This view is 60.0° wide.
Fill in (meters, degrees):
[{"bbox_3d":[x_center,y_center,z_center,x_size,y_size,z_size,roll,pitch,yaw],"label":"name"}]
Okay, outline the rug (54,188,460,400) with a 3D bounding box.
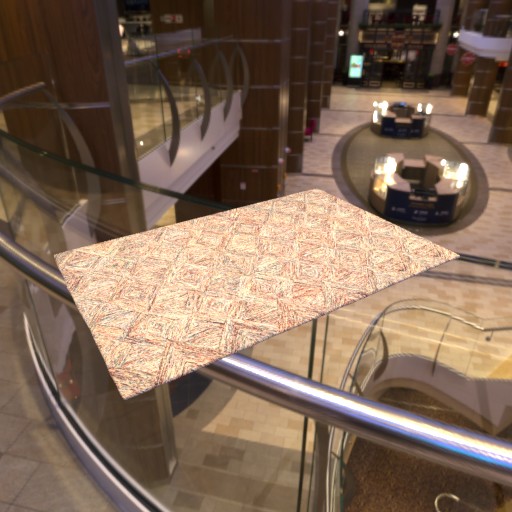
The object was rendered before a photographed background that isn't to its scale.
[{"bbox_3d":[0.000,0.000,2.269,1.761,0.014,1.143,-18,34,-28],"label":"rug"}]
